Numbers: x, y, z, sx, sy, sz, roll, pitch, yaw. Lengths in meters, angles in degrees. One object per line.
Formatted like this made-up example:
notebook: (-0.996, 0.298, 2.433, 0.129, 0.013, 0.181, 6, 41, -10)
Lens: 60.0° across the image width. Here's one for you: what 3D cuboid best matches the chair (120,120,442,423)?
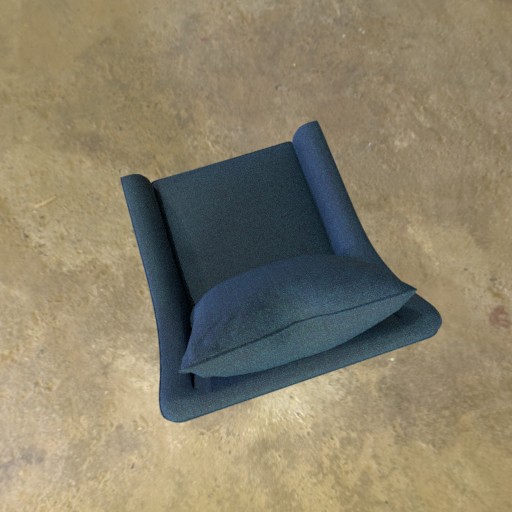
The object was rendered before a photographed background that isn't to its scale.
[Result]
chair: (0.000, 0.000, 1.544, 0.750, 0.939, 0.870, -17, 75, -5)
